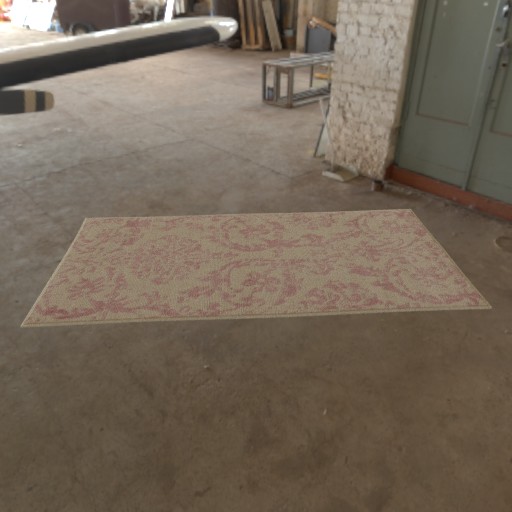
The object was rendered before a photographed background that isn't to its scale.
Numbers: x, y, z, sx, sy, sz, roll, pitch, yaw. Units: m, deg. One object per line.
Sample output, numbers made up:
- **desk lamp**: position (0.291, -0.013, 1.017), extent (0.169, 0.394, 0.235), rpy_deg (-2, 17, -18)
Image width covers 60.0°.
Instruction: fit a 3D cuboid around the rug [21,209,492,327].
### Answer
- **rug**: position (0.000, 0.000, 1.398), extent (1.219, 0.007, 0.604), rpy_deg (-2, 32, -3)
